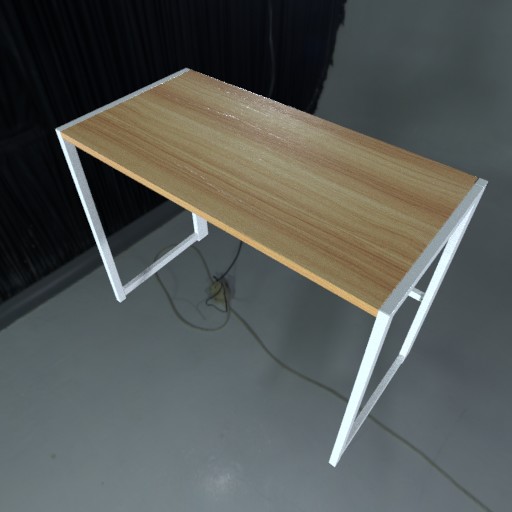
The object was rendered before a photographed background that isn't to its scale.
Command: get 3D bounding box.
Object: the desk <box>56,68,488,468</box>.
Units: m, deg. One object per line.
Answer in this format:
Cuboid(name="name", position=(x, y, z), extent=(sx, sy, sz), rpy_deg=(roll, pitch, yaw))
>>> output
Cuboid(name="desk", position=(0.000, 0.000, 1.411), extent=(1.016, 0.762, 0.508), rpy_deg=(30, 53, 26))
